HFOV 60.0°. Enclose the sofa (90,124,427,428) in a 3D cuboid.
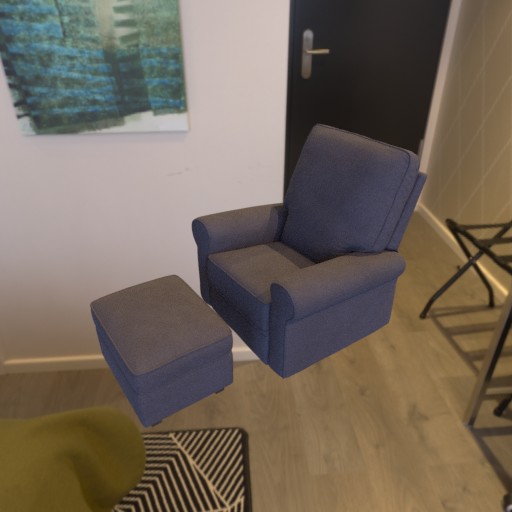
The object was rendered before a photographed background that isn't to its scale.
[{"bbox_3d":[0.000,0.000,2.097,1.478,0.959,0.880,-20,36,-29],"label":"sofa"}]
